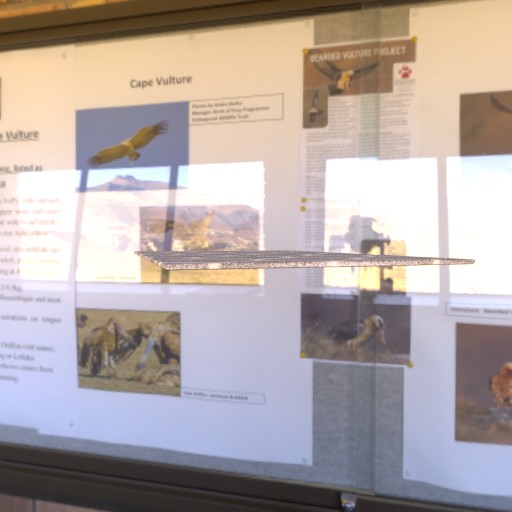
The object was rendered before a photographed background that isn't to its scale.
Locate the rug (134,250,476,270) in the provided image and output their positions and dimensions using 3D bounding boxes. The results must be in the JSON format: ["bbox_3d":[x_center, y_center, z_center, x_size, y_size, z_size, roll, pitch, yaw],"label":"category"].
[{"bbox_3d":[0.000,0.000,3.033,1.501,0.025,2.348,-1,2,-18],"label":"rug"}]
